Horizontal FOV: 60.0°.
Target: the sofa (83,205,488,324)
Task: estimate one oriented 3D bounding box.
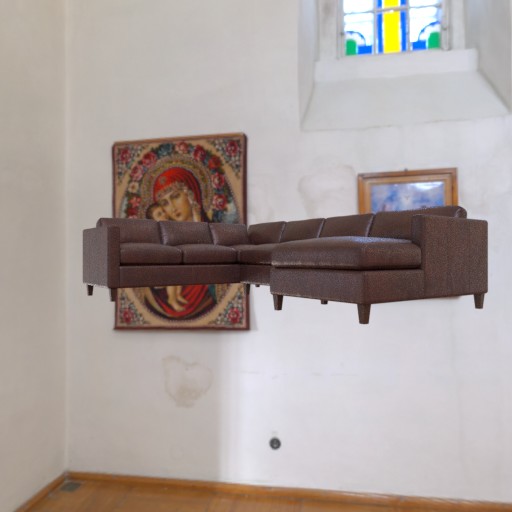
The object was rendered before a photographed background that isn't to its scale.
[{"bbox_3d":[0.000,0.000,4.367,2.452,0.891,3.324,0,0,-36],"label":"sofa"}]
